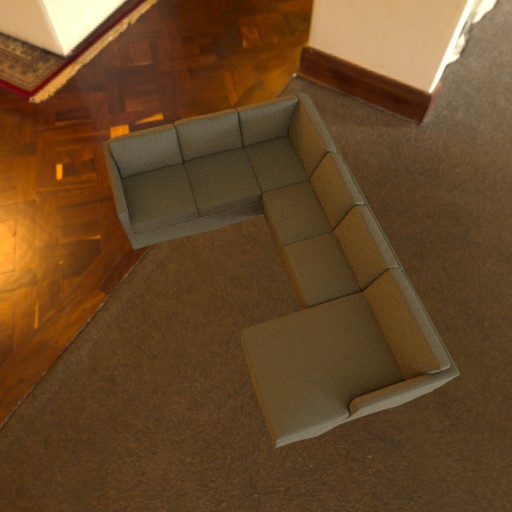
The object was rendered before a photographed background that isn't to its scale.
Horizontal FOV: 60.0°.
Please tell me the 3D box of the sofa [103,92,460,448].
[{"bbox_3d":[0.000,0.000,4.442,2.427,0.882,3.460,-16,63,-8],"label":"sofa"}]
